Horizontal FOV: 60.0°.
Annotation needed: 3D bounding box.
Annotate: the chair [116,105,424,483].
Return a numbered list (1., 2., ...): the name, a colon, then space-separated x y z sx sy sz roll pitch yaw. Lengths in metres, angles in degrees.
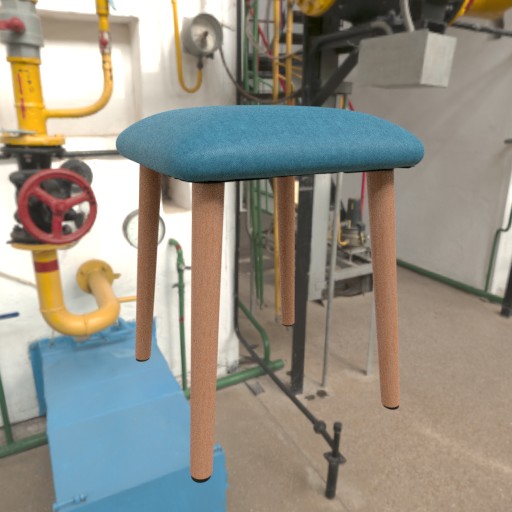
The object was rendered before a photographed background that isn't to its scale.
1. chair: 0.000 0.000 0.699 0.360 0.450 0.360 -9 20 -25
